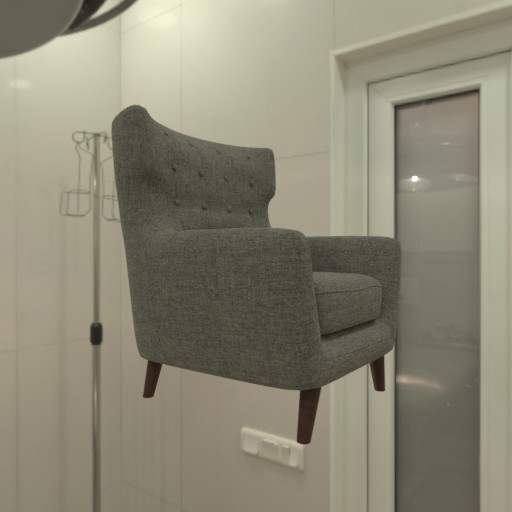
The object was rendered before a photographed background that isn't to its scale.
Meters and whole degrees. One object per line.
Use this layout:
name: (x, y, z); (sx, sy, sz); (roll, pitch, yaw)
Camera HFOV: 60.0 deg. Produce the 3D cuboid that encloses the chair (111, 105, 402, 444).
chair: (0.000, 0.000, 1.746); (0.904, 1.063, 0.878); (0, 1, 36)
